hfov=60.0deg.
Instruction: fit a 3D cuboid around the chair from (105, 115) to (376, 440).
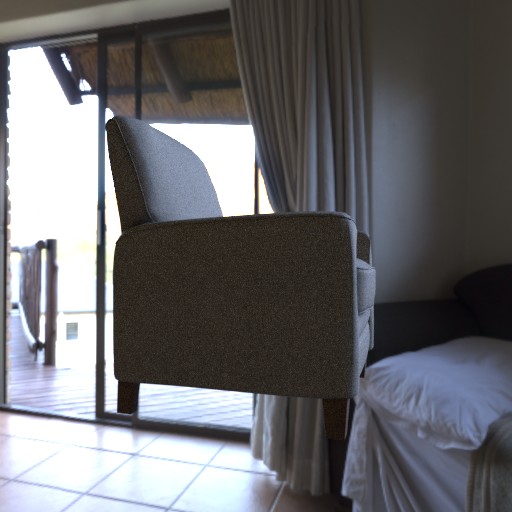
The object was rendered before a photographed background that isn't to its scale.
[{"bbox_3d":[0.000,0.000,1.670,0.864,1.014,0.848,0,-1,18],"label":"chair"}]
